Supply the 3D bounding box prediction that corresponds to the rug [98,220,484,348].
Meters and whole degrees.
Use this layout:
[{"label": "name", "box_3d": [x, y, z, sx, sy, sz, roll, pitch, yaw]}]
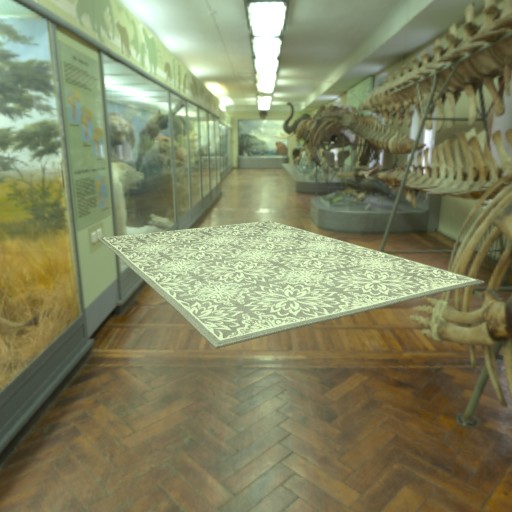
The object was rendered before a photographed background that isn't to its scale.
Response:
[{"label": "rug", "box_3d": [0.000, 0.000, 2.955, 1.608, 0.014, 2.213, -8, 16, -29]}]
